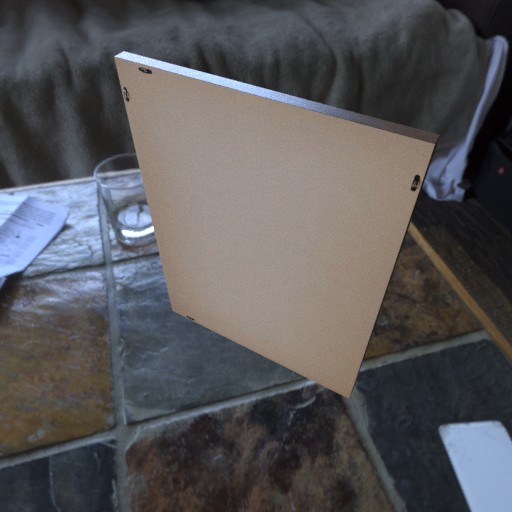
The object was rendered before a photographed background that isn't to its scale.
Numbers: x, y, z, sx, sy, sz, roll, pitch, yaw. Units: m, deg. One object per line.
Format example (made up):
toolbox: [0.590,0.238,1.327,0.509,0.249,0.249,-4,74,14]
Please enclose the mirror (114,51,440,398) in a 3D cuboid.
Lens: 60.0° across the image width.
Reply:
mirror: [0.000,0.000,1.307,0.762,1.016,0.040,23,51,20]
